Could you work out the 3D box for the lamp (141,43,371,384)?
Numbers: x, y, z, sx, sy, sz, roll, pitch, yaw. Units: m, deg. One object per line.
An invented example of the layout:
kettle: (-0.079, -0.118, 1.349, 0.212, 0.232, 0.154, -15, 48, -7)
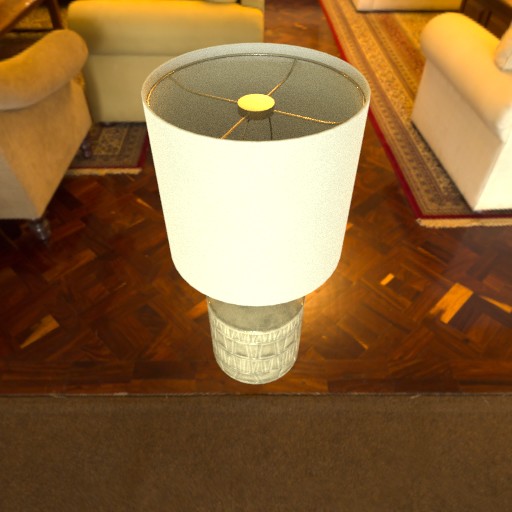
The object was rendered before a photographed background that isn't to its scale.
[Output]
lamp: (0.000, 0.000, 0.574, 0.211, 0.455, 0.211, 31, 52, 27)
